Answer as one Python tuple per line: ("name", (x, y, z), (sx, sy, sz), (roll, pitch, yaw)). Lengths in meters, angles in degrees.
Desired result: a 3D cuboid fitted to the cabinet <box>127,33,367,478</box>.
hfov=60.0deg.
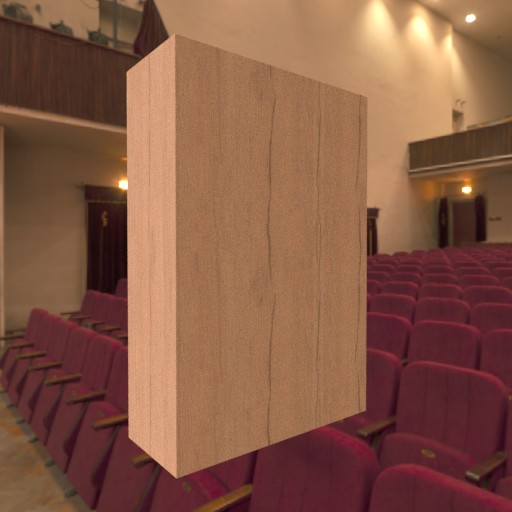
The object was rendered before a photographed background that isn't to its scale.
("cabinet", (0.000, 0.000, 2.713), (1.400, 2.070, 0.580), (-1, 1, -38))
